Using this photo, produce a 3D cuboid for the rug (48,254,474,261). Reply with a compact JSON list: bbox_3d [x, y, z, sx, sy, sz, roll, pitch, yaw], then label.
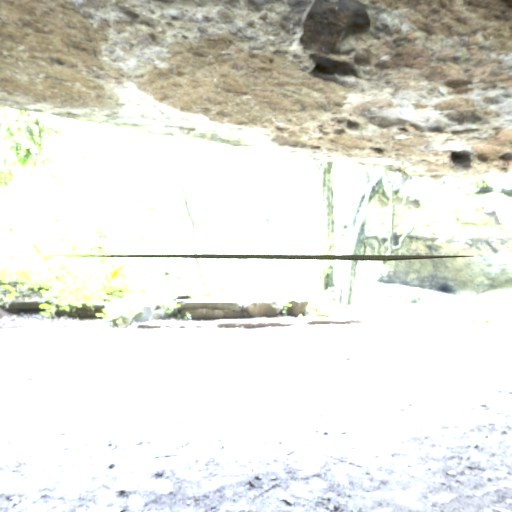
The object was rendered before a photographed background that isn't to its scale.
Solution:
[{"bbox_3d":[0.000,0.000,2.273,1.818,0.005,1.217,0,1,37],"label":"rug"}]
